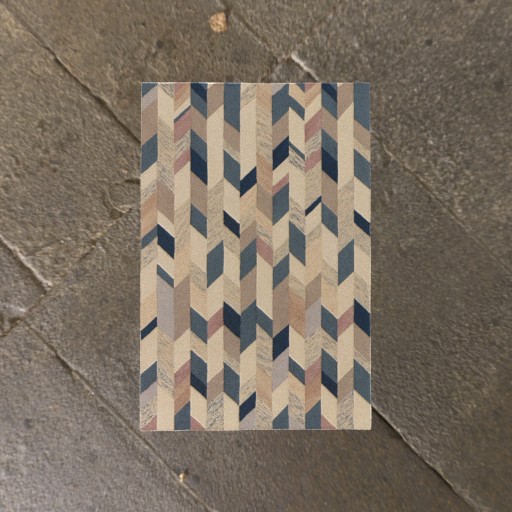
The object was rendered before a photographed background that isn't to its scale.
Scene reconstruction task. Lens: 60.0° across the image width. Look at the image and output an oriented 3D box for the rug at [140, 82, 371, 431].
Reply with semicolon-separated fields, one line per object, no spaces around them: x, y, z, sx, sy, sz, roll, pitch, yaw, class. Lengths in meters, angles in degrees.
0.000;0.000;2.307;1.202;0.006;1.813;0;90;-1;rug
